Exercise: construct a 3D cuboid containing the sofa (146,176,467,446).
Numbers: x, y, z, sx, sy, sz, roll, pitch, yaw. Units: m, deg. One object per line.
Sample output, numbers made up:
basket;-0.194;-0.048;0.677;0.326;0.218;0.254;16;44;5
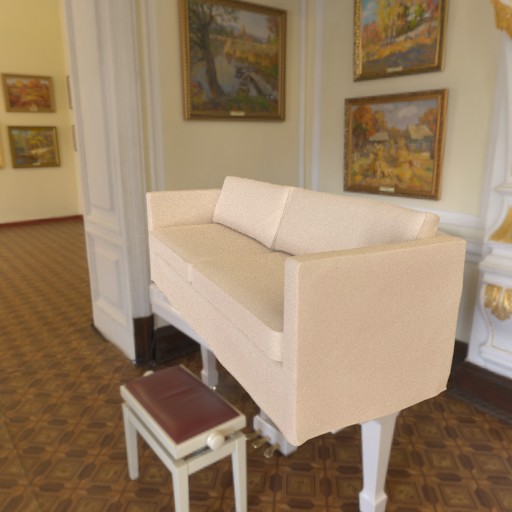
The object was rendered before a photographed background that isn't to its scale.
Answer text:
sofa;0.000;0.000;3.261;1.036;0.999;2.779;-7;16;-25
